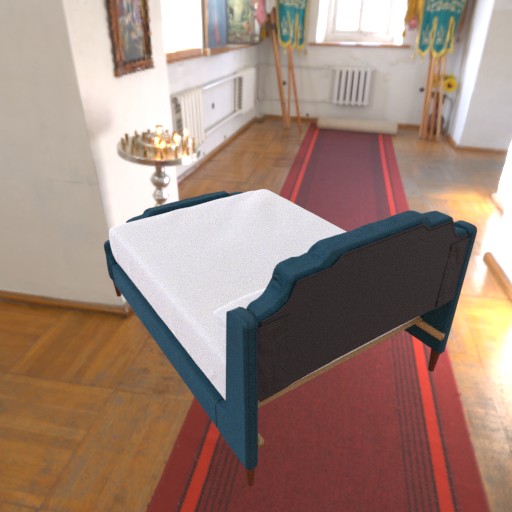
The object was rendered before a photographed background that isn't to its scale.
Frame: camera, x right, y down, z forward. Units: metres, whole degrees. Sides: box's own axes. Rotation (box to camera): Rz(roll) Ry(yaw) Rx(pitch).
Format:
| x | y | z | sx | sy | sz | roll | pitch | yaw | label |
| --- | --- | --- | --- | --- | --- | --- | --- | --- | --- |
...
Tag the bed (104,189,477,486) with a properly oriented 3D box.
| x | y | z | sx | sy | sz | roll | pitch | yaw | label |
| --- | --- | --- | --- | --- | --- | --- | --- | --- | --- |
| 0.000 | 0.000 | 3.317 | 1.676 | 1.351 | 2.322 | -19 | 35 | -29 | bed |
